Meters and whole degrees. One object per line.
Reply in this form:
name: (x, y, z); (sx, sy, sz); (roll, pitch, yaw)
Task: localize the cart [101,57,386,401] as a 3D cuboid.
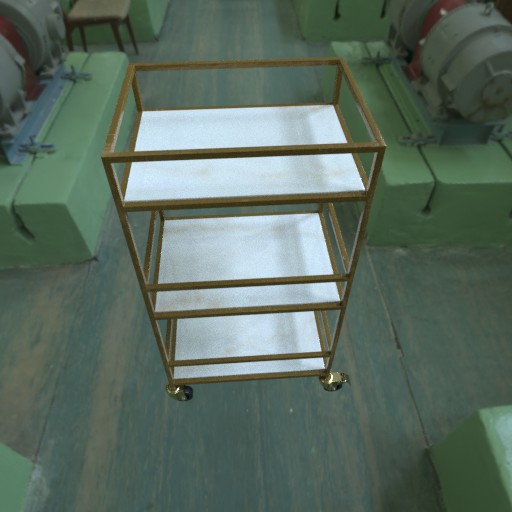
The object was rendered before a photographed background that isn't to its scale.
cart: (0.000, 0.000, 1.010); (0.483, 0.761, 0.332); (-3, 47, -3)
